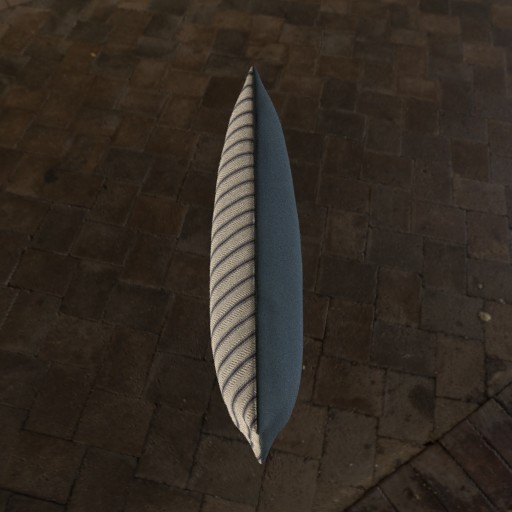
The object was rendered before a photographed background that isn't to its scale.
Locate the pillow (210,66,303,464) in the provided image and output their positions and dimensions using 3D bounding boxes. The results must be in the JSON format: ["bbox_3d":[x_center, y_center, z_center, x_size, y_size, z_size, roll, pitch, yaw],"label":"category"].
[{"bbox_3d":[0.000,0.000,0.744,0.151,0.305,0.609,-1,60,0],"label":"pillow"}]
